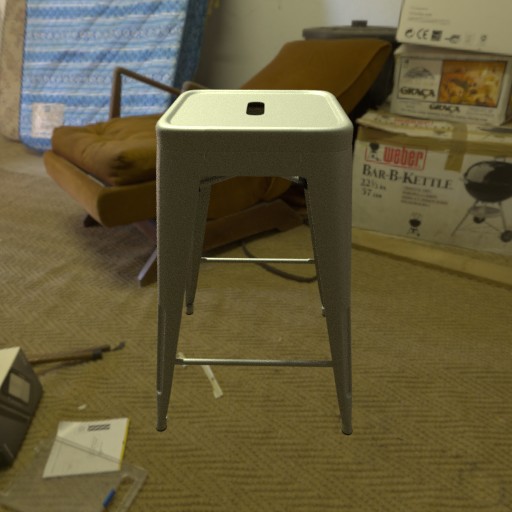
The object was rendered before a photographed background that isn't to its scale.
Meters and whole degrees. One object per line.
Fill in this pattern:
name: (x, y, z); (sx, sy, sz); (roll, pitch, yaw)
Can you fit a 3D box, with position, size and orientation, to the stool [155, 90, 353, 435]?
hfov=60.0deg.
stool: (0.000, 0.000, 0.927); (0.406, 0.610, 0.406); (1, 31, 1)
